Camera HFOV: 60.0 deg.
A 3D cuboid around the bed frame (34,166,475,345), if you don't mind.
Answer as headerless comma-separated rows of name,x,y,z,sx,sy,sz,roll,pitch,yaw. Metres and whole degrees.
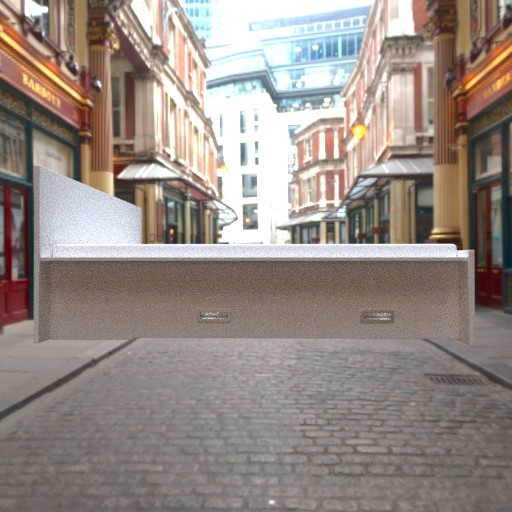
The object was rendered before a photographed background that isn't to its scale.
bed frame,0.000,0.000,2.782,1.960,0.800,1.622,0,-1,1
